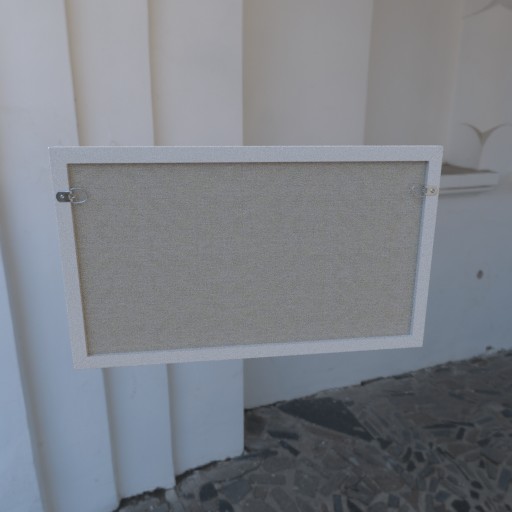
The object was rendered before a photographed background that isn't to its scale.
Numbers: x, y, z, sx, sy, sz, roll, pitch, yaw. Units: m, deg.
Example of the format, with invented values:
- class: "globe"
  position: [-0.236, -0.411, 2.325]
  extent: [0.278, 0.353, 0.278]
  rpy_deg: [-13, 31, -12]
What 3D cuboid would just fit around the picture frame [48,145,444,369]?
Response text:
- class: "picture frame"
  position: [0.000, 0.000, 0.787]
  extent: [0.647, 0.379, 0.044]
  rpy_deg: [-2, 15, -8]
